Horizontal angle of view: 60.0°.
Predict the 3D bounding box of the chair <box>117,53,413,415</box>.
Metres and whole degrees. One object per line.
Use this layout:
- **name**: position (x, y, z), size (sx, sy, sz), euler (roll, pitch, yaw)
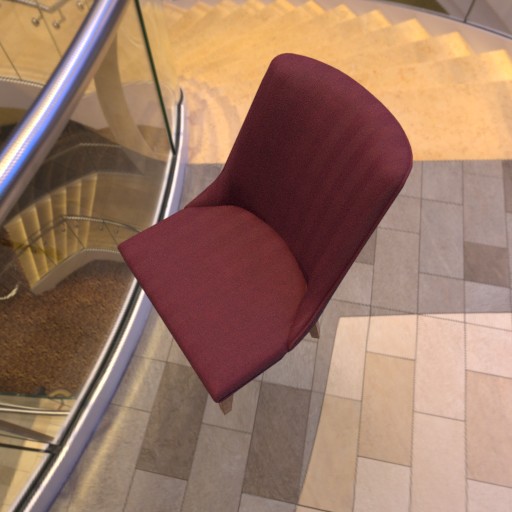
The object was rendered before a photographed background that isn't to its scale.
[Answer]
- **chair**: position (0.000, 0.000, 1.288), size (0.638, 0.916, 0.548), euler (-32, 68, -15)
